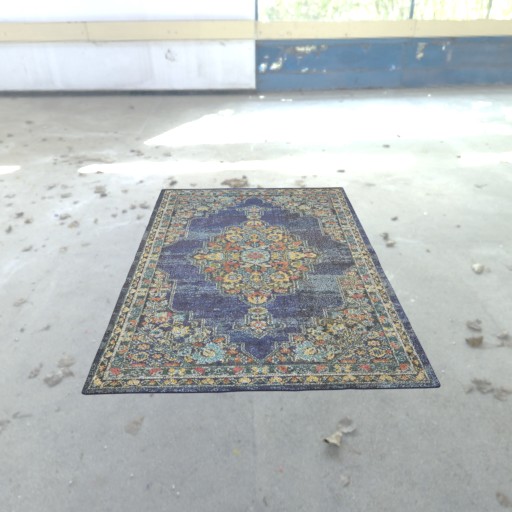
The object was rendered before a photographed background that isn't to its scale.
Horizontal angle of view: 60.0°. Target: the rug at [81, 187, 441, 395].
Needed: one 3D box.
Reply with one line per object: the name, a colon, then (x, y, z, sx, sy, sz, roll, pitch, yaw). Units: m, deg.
rug: (0.000, 0.000, 3.753, 2.053, 0.011, 2.940, -1, 31, -1)
